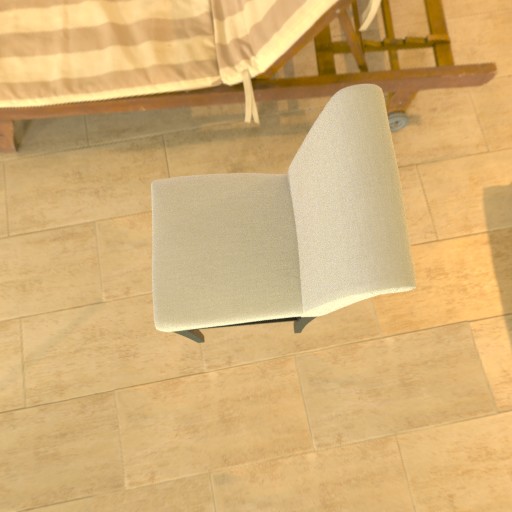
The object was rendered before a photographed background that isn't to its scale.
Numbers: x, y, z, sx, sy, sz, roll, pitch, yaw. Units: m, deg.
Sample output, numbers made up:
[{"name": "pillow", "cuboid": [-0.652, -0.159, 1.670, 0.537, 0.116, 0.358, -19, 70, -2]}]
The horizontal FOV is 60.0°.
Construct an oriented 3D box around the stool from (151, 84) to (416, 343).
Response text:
[{"name": "stool", "cuboid": [0.000, 0.000, 1.425, 0.597, 1.124, 0.452, -5, 76, -1]}]
